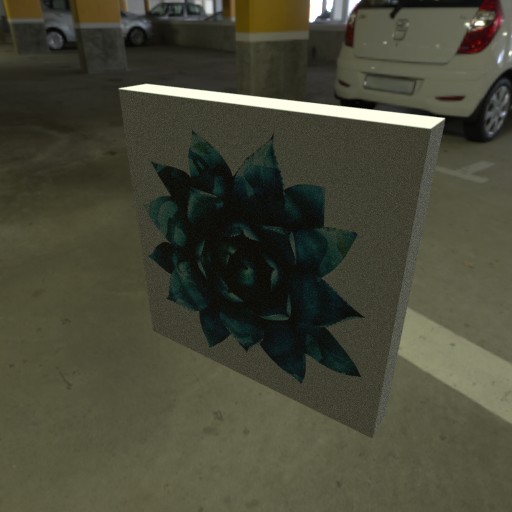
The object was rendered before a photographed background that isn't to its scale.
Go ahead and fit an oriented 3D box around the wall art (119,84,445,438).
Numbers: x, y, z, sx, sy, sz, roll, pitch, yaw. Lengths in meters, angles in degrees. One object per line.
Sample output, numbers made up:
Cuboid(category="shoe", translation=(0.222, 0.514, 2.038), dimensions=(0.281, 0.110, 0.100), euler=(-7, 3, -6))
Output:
Cuboid(category="wall art", translation=(0.000, 0.000, 0.455), dimensions=(0.305, 0.305, 0.038), euler=(18, 34, 29))
